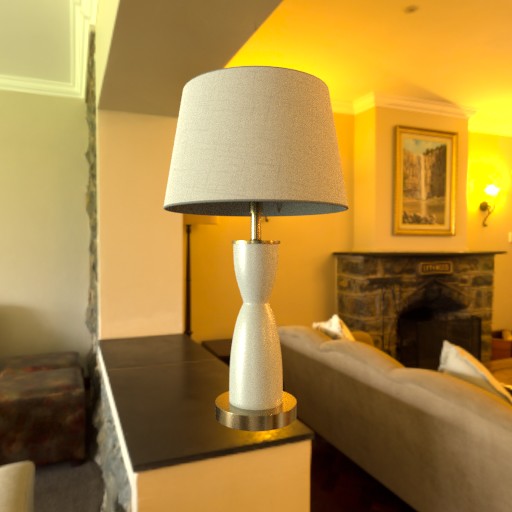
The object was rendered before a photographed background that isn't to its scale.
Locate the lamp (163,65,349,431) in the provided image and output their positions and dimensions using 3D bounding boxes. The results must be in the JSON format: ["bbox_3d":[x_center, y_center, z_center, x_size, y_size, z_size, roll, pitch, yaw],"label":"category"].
[{"bbox_3d":[0.000,0.000,0.756,0.309,0.545,0.309,0,1,0],"label":"lamp"}]
